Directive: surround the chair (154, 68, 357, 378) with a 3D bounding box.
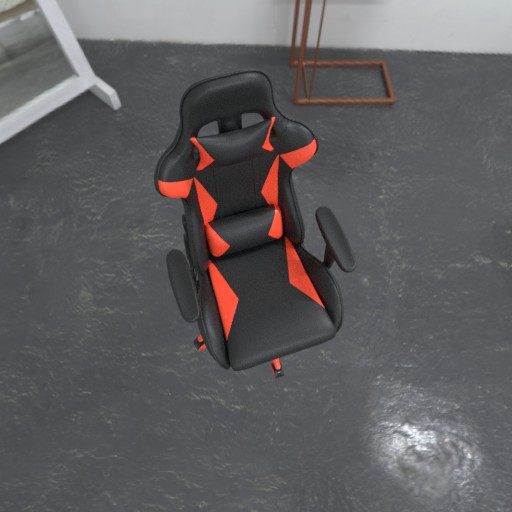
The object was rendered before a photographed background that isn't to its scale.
[{"bbox_3d":[0.000,0.000,1.717,0.695,1.282,0.730,-17,64,-8],"label":"chair"}]
